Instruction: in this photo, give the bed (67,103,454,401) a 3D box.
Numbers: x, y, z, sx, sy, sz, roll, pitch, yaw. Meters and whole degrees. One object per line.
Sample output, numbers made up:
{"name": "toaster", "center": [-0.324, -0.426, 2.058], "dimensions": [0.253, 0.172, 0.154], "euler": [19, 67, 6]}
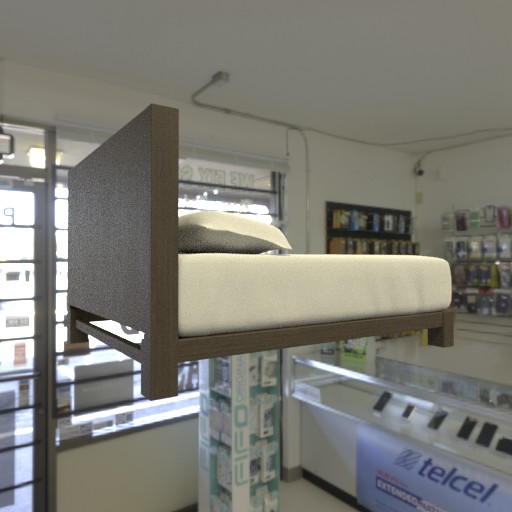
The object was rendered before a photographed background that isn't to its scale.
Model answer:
{"name": "bed", "center": [0.000, 0.000, 3.228], "dimensions": [2.242, 1.270, 1.727], "euler": [1, -1, -34]}
